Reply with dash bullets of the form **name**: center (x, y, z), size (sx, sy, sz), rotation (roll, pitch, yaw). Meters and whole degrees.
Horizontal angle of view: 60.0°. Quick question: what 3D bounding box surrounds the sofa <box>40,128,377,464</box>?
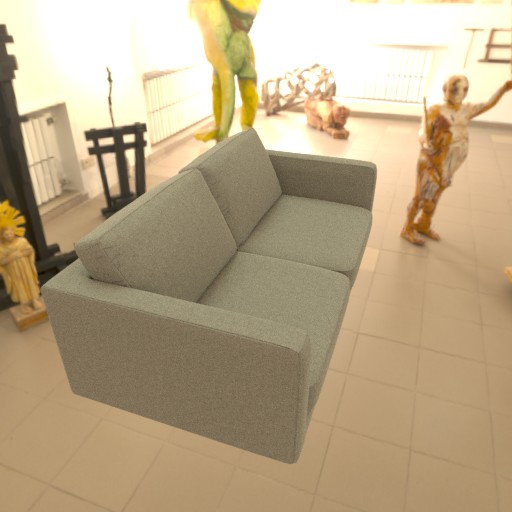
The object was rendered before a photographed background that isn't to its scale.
- **sofa**: center (0.000, 0.000, 2.243), size (1.000, 0.900, 1.731), rotation (11, 33, 17)
